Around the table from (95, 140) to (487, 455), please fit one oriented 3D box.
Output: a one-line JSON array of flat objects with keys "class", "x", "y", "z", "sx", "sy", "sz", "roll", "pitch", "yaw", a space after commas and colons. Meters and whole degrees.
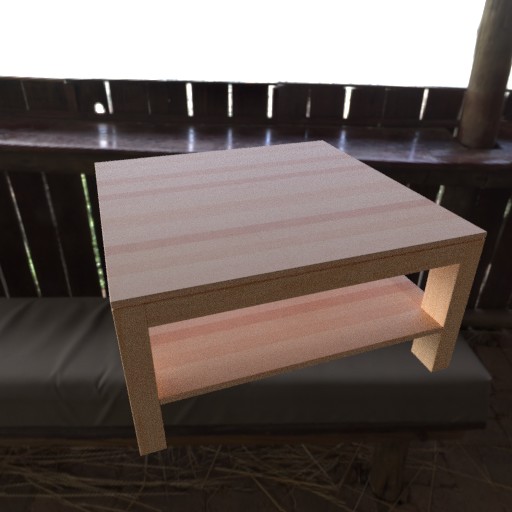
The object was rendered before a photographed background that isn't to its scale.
[{"class": "table", "x": 0.000, "y": 0.000, "z": 1.449, "sx": 0.900, "sy": 0.450, "sz": 0.900, "roll": -10, "pitch": 31, "yaw": -17}]
